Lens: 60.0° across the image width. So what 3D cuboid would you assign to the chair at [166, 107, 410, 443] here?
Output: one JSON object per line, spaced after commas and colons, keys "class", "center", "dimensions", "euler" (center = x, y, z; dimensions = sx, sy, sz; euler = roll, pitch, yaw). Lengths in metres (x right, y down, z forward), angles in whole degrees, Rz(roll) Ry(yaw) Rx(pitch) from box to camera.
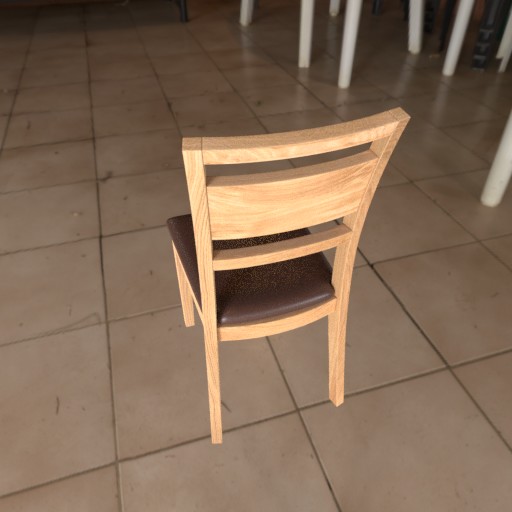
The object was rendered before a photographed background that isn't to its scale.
{"class": "chair", "center": [0.000, 0.000, 1.198], "dimensions": [0.420, 0.940, 0.545], "euler": [-12, 42, -14]}
